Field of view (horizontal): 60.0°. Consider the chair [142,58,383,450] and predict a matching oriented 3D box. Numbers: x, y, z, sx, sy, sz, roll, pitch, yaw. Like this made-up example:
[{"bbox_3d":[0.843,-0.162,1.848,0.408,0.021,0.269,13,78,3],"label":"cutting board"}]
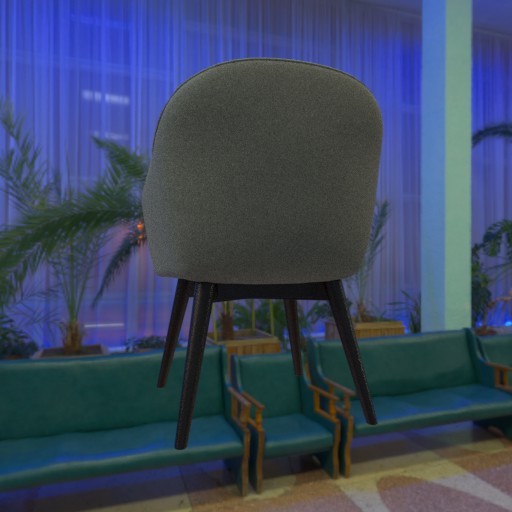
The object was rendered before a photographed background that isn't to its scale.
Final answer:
[{"bbox_3d":[0.000,0.000,1.203,0.589,0.810,0.611,0,0,-17],"label":"chair"}]
